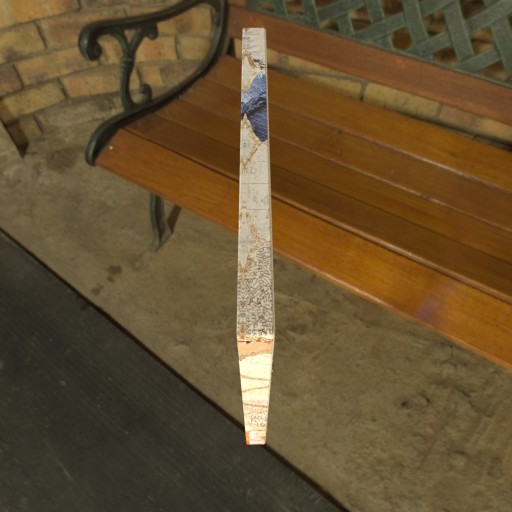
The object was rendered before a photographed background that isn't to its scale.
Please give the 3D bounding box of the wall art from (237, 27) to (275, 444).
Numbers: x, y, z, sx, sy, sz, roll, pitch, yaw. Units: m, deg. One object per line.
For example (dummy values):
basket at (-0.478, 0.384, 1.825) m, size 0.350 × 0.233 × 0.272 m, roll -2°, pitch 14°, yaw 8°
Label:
wall art at (0.000, 0.000, 0.751) m, size 0.038 × 0.508 × 0.507 m, roll 0°, pitch 57°, yaw 0°
